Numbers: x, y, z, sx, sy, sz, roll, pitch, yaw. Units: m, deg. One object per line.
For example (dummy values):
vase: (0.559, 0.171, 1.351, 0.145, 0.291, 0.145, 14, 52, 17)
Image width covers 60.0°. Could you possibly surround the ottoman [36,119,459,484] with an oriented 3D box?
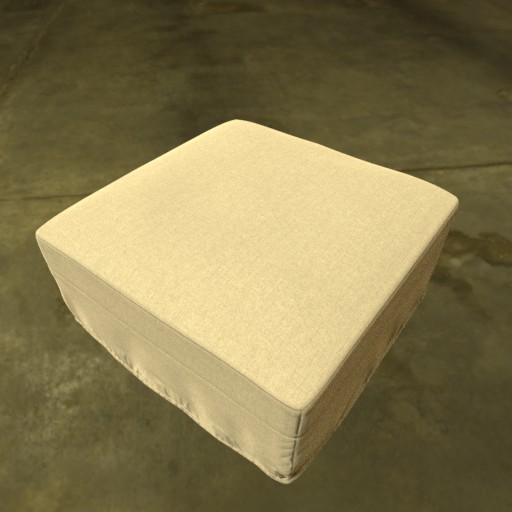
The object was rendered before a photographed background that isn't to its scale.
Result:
ottoman: (0.000, 0.000, 1.288, 0.843, 0.436, 0.840, 27, 49, 27)
